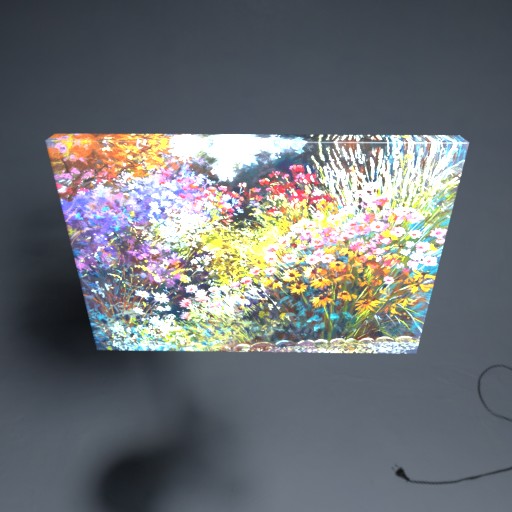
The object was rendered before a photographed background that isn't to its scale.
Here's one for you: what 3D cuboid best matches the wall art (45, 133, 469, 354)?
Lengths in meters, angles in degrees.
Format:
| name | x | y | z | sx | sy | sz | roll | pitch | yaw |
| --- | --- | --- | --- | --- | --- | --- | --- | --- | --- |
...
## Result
| name | x | y | z | sx | sy | sz | roll | pitch | yaw |
| --- | --- | --- | --- | --- | --- | --- | --- | --- | --- |
| wall art | 0.000 | 0.000 | 0.758 | 0.610 | 0.406 | 0.037 | 0 | 31 | 1 |
